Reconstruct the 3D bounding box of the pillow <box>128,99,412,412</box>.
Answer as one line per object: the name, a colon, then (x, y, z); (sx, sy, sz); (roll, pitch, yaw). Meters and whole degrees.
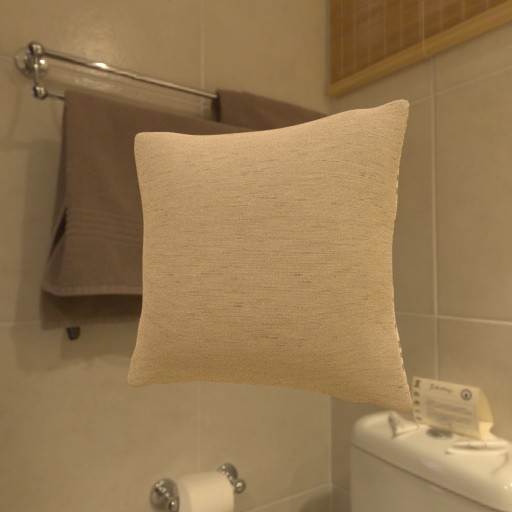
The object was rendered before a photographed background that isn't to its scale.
pillow: (0.000, 0.000, 0.662); (0.438, 0.421, 0.167); (-1, -2, 19)
